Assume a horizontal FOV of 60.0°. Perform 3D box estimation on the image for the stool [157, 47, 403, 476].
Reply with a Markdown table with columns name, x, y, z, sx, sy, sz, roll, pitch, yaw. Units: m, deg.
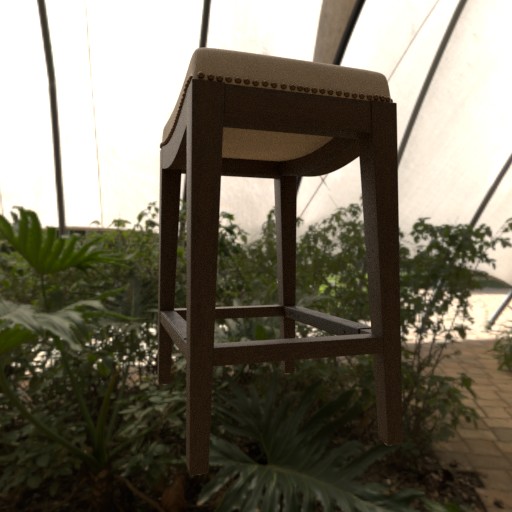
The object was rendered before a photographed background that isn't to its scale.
| name | x | y | z | sx | sy | sz | roll | pitch | yaw |
| --- | --- | --- | --- | --- | --- | --- | --- | --- | --- |
| stool | 0.000 | 0.000 | 0.929 | 0.361 | 0.642 | 0.500 | 0 | 0 | -18 |
